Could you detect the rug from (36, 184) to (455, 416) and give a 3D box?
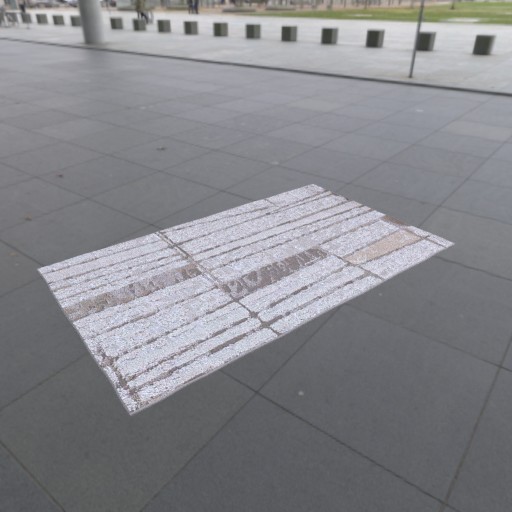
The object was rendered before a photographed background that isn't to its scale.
[{"bbox_3d":[0.000,0.000,1.056,0.867,0.007,0.515,-21,37,-32],"label":"rug"}]
